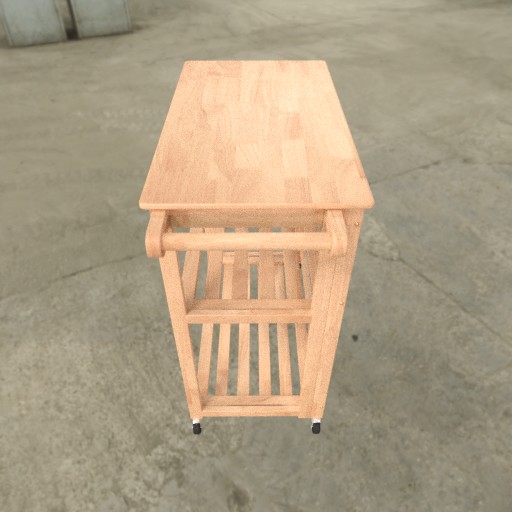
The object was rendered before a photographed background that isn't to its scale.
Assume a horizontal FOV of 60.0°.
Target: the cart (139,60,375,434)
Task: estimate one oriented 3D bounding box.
[{"bbox_3d":[0.000,0.000,1.351,0.432,0.879,0.853,0,42,0],"label":"cart"}]
